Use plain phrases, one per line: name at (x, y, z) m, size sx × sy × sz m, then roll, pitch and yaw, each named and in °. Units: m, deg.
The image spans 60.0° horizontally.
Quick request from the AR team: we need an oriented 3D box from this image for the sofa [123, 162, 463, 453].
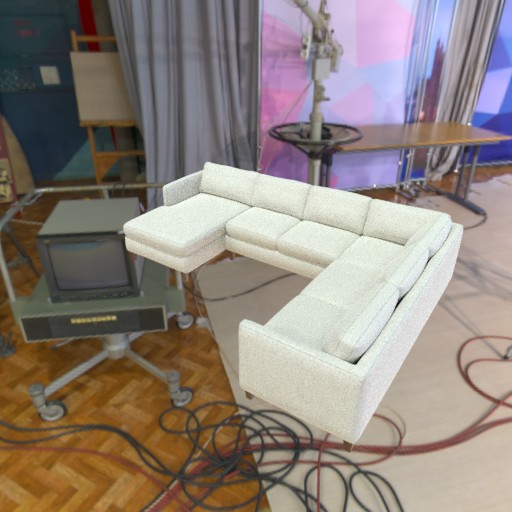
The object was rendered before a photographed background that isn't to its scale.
sofa at (0.000, 0.000, 4.334) m, size 3.238 × 0.853 × 2.551 m, roll 19°, pitch 34°, yaw 30°
